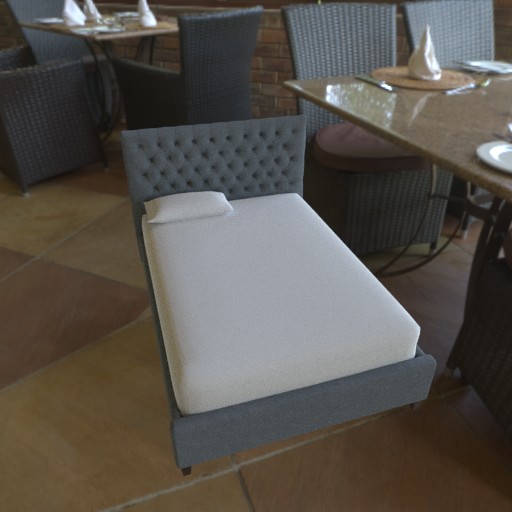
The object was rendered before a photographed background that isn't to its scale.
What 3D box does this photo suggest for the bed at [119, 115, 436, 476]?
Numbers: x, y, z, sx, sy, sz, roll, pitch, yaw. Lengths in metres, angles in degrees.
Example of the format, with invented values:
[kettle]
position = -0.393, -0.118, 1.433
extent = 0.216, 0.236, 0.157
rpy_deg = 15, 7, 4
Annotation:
[bed]
position = 0.000, 0.000, 3.382
extent = 1.698, 1.411, 2.335
rpy_deg = -10, 34, -15
